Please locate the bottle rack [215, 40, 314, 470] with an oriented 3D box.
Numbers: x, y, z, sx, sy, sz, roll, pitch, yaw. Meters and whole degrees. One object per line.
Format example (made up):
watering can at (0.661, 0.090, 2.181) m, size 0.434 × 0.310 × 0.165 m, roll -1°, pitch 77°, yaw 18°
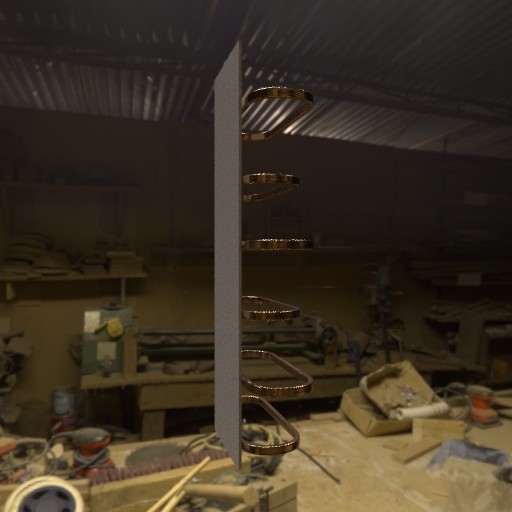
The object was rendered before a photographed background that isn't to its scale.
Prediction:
bottle rack at (0.000, 0.000, 0.831) m, size 0.118 × 0.709 × 0.332 m, roll 0°, pitch 0°, yaw -18°
